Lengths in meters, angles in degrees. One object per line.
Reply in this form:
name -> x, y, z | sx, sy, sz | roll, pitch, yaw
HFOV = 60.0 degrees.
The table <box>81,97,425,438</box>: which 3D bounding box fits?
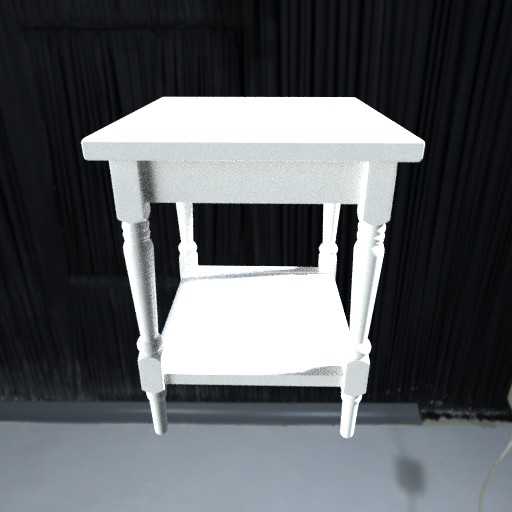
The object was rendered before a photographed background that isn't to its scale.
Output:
table -> 0.000, 0.000, 0.908 | 0.442, 0.565, 0.488 | 1, 26, 1
